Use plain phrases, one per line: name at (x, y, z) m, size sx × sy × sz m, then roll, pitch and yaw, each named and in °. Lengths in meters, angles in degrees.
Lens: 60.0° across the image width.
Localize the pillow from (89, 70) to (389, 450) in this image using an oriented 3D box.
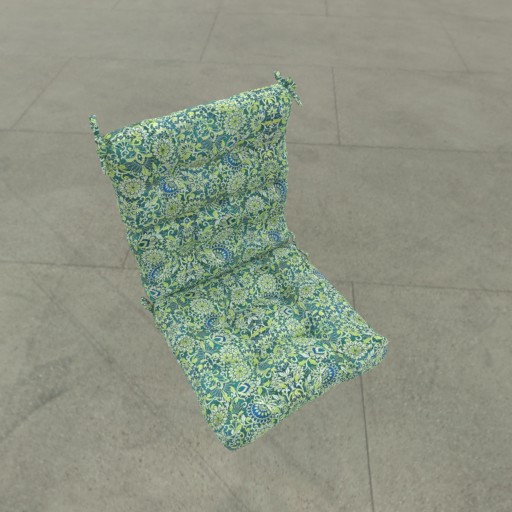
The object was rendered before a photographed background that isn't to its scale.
pillow at (0.000, 0.000, 1.043) m, size 0.519 × 0.605 × 0.571 m, roll -24°, pitch 51°, yaw -21°
